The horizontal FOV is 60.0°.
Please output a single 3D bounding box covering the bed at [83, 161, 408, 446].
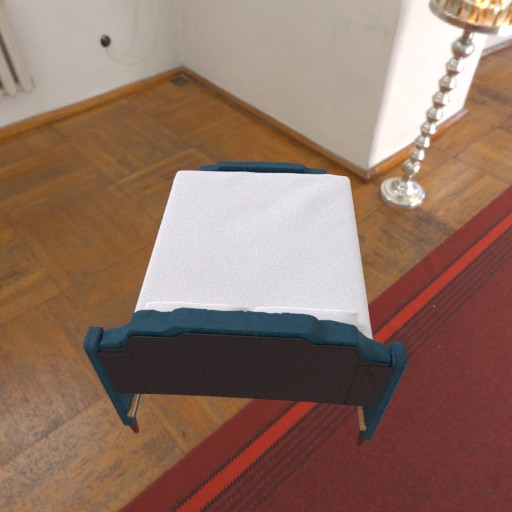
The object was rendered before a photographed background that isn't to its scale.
[{"bbox_3d":[0.000,0.000,3.391,1.676,1.351,2.322,2,47,2],"label":"bed"}]
